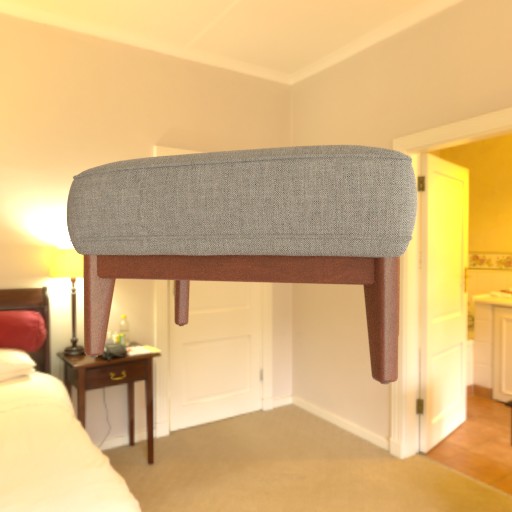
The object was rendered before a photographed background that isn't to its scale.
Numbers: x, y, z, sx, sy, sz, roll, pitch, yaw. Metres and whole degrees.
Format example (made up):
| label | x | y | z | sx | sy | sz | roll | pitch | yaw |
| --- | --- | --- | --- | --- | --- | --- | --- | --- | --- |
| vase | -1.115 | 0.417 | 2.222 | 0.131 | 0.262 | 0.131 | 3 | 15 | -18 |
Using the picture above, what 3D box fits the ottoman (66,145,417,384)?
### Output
| label | x | y | z | sx | sy | sz | roll | pitch | yaw |
| --- | --- | --- | --- | --- | --- | --- | --- | --- | --- |
| ottoman | 0.000 | 0.000 | 1.114 | 0.750 | 0.458 | 0.555 | 0 | 1 | 18 |
